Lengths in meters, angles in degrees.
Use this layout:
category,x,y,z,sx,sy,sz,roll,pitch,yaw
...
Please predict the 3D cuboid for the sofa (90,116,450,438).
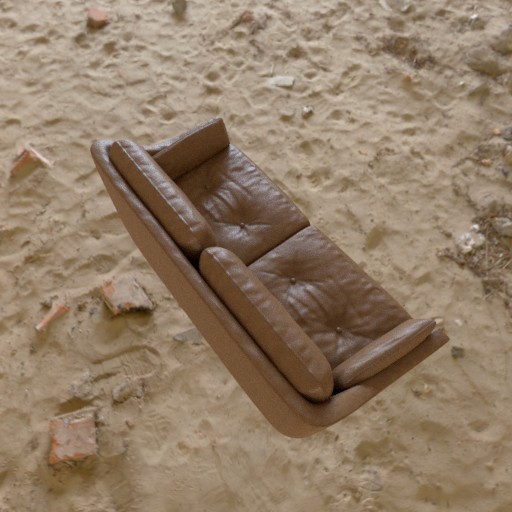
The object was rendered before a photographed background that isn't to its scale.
category,x,y,z,sx,sy,sz,roll,pitch,yaw
sofa,0.000,0.000,2.395,0.904,0.839,1.902,-33,64,-18
